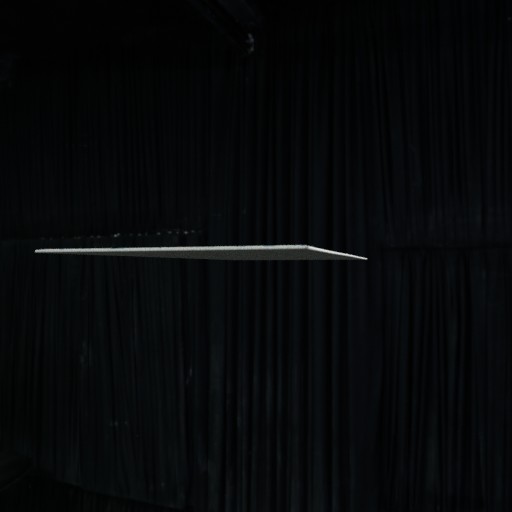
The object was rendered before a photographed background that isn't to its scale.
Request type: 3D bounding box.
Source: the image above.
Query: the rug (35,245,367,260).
[{"bbox_3d":[0.000,0.000,1.436,0.605,0.007,1.220,0,-1,19],"label":"rug"}]
